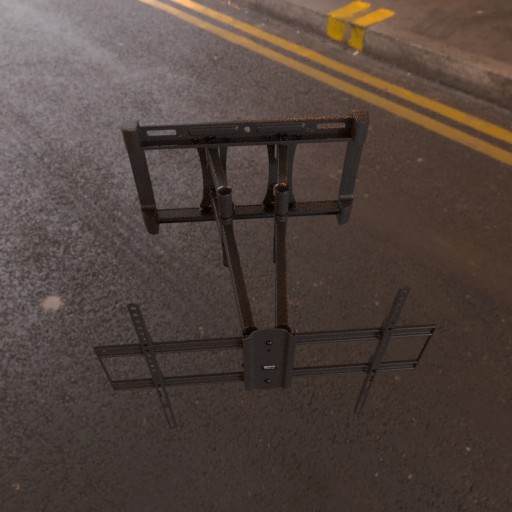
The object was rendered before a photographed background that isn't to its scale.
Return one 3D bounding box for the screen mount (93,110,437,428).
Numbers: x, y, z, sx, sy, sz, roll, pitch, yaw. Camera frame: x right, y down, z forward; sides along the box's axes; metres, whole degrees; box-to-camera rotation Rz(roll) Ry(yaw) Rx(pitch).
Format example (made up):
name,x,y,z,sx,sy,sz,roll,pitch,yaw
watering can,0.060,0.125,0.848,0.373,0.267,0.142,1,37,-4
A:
name,x,y,z,sx,sy,sz,roll,pitch,yaw
screen mount,0.000,0.000,1.111,0.661,0.491,0.644,-3,47,-3
